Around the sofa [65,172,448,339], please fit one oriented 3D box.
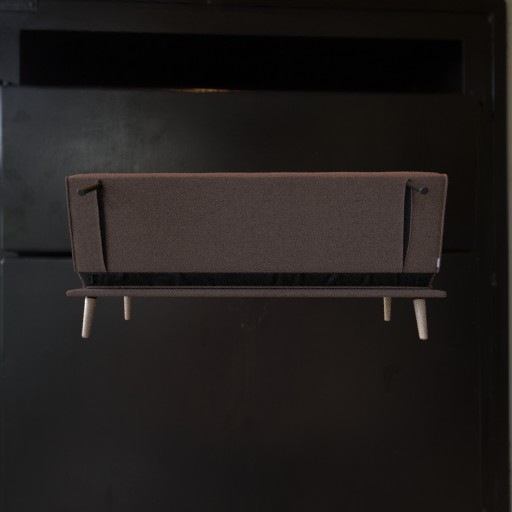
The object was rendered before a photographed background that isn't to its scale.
[{"bbox_3d":[0.000,0.000,2.384,1.820,0.810,1.038,0,0,2],"label":"sofa"}]
